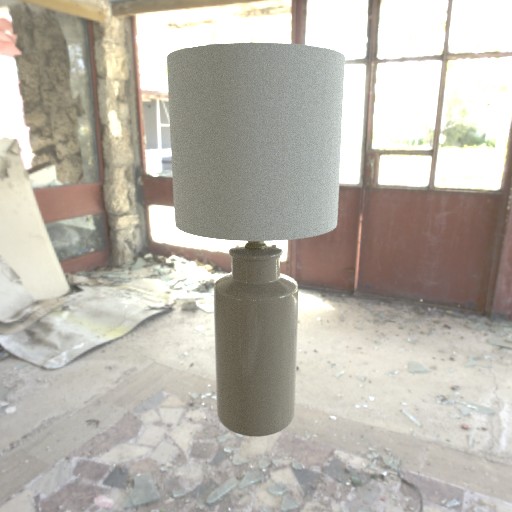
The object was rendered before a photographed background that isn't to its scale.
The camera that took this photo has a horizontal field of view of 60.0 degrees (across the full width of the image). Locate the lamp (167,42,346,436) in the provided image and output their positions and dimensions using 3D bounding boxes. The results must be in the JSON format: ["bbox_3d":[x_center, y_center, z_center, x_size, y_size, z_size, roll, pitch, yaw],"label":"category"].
[{"bbox_3d":[0.000,0.000,0.601,0.212,0.493,0.212,-8,18,-25],"label":"lamp"}]
